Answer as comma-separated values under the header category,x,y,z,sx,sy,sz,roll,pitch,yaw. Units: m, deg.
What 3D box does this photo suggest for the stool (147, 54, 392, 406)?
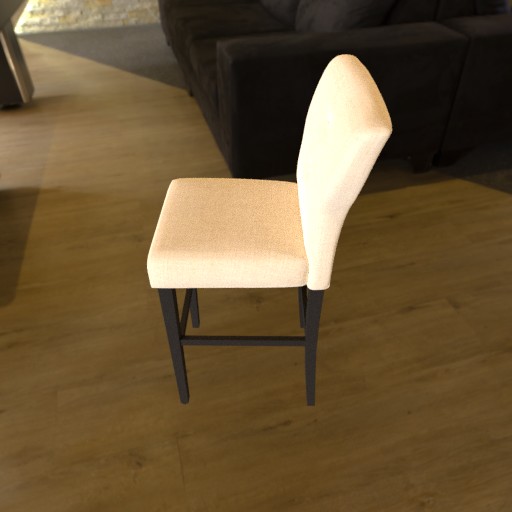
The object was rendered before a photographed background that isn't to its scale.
category,x,y,z,sx,sy,sz,roll,pitch,yaw
stool,0.000,0.000,1.454,0.603,1.124,0.516,0,40,0
